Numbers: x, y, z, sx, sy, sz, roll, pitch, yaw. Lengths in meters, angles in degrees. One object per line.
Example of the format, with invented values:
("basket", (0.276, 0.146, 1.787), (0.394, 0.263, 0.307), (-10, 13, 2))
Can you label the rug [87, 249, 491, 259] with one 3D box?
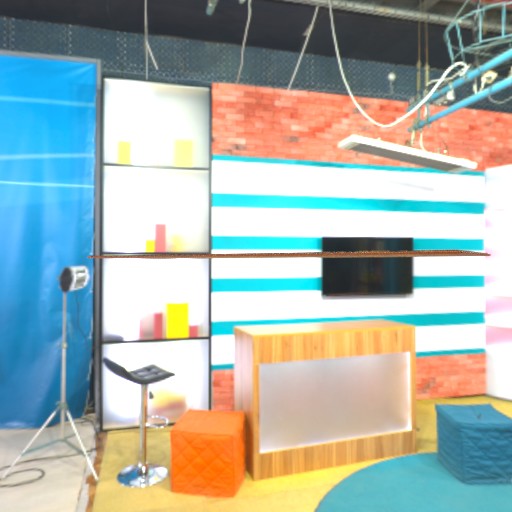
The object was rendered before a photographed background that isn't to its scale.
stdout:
("rug", (0.000, 0.000, 2.497), (2.274, 0.016, 0.651), (-1, -1, 36))
